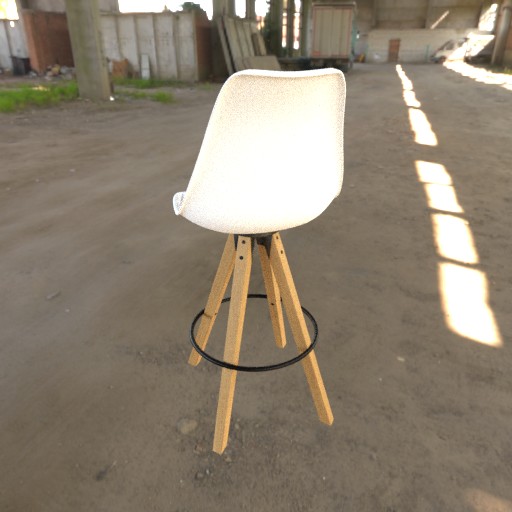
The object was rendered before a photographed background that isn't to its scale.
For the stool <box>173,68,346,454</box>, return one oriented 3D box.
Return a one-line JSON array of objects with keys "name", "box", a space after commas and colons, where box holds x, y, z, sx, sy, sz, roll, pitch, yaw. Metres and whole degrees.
[{"name": "stool", "box": [0.000, 0.000, 1.399, 0.482, 1.115, 0.549, -8, 27, -16]}]
